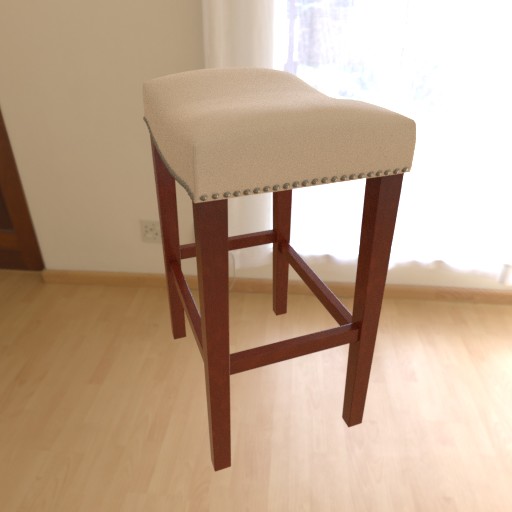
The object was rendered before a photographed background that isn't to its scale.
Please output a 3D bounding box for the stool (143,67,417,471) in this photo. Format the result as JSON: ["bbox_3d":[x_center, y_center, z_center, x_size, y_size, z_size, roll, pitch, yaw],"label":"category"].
[{"bbox_3d":[0.000,0.000,1.008,0.372,0.742,0.504,-11,32,-17],"label":"stool"}]
